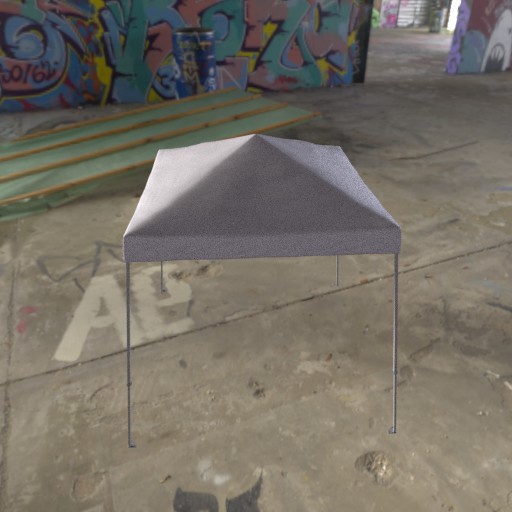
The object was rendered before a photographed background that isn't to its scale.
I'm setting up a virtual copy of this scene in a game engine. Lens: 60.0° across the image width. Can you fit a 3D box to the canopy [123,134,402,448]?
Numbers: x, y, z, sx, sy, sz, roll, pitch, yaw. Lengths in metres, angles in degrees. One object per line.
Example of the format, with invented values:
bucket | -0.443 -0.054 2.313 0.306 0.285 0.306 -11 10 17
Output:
canopy | 0.000 0.000 5.180 2.850 2.850 2.849 -2 31 -3
